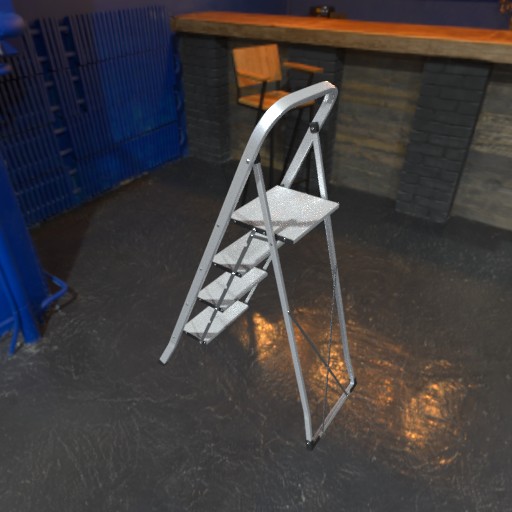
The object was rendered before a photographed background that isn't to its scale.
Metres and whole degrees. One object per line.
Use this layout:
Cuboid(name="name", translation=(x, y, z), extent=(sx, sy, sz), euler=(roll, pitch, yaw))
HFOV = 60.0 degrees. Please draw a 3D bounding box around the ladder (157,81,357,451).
Cuboid(name="ladder", translation=(0.000, 0.000, 1.709), extent=(0.830, 1.290, 0.465), euler=(22, 39, 29))
